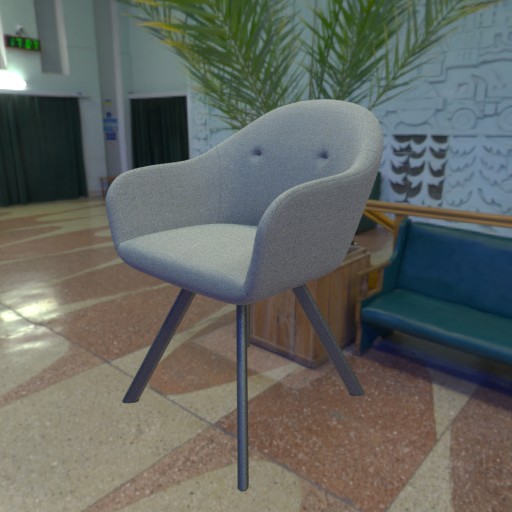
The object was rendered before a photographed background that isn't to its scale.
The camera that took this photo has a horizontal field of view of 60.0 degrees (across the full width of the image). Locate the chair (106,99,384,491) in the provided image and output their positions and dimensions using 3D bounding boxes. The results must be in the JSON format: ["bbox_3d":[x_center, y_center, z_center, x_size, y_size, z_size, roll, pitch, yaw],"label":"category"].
[{"bbox_3d":[0.000,0.000,1.133,0.540,0.780,0.570,14,21,41],"label":"chair"}]
